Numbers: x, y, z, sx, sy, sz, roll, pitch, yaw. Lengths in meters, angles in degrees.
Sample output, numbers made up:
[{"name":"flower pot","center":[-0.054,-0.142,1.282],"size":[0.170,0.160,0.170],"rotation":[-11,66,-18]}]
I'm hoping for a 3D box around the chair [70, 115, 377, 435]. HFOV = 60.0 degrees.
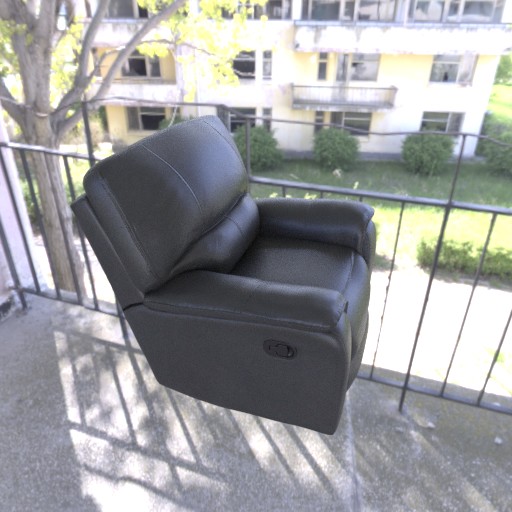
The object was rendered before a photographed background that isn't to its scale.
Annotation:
[{"name":"chair","center":[0.000,0.000,2.048],"size":[1.087,1.109,1.096],"rotation":[10,31,17]}]
